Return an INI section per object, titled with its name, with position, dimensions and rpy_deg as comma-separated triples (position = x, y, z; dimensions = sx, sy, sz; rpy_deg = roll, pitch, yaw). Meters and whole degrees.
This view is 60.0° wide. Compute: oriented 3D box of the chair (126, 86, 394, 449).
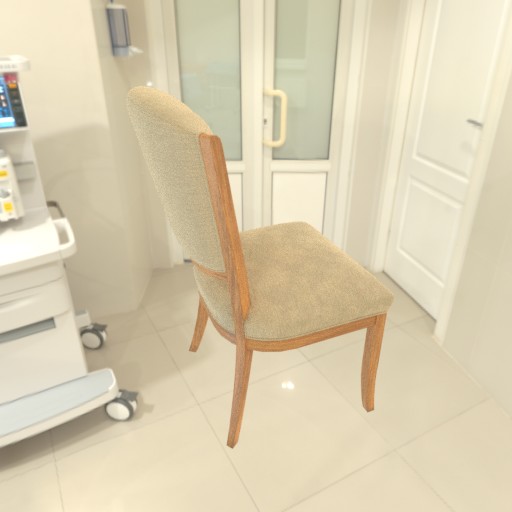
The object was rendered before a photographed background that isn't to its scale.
[chair]
position = 0.000, 0.000, 1.237
dimensions = 0.584, 0.905, 0.513
rpy_deg = -11, 30, -19
